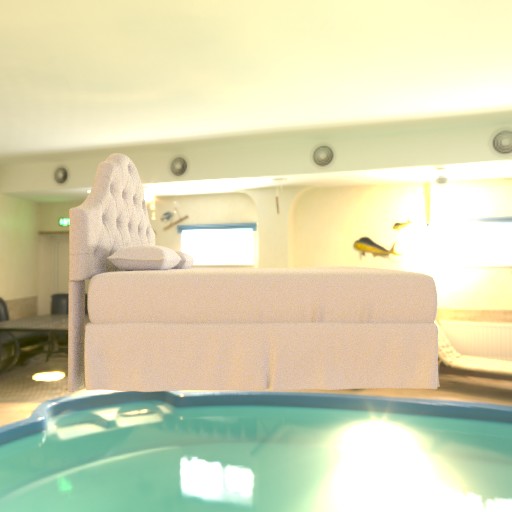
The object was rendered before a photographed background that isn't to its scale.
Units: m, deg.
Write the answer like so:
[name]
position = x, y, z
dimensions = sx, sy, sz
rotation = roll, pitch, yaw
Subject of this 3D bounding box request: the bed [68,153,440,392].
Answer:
[bed]
position = 0.000, 0.000, 3.575
dimensions = 2.214, 1.615, 2.008
rotation = 0, -1, -1
